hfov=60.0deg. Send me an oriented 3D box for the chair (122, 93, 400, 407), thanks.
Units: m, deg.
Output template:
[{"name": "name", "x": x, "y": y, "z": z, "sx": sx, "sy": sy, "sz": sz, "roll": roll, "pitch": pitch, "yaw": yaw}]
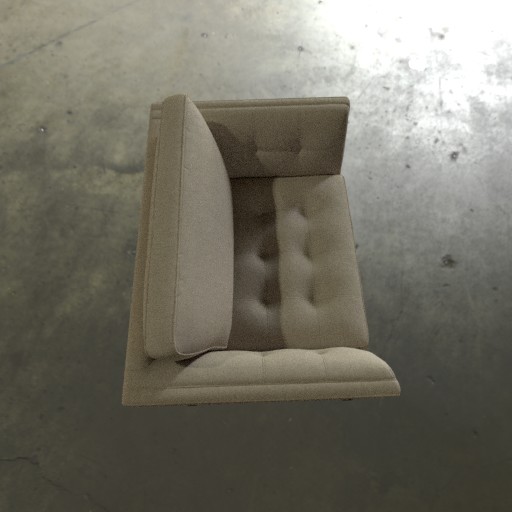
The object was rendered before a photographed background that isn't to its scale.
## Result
[{"name": "chair", "x": 0.000, "y": 0.000, "z": 2.078, "sx": 0.965, "sy": 0.940, "sz": 1.397, "roll": -2, "pitch": 63, "yaw": -1}]
